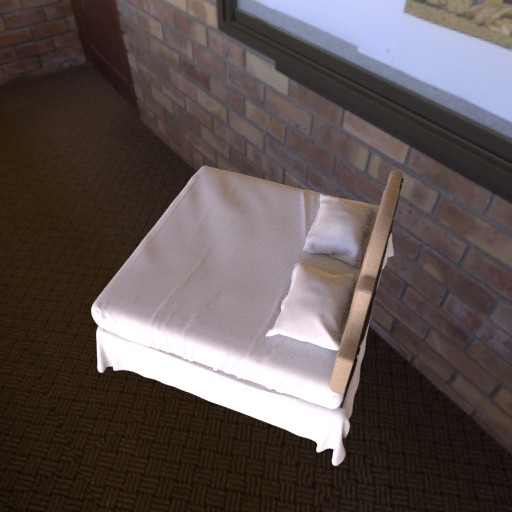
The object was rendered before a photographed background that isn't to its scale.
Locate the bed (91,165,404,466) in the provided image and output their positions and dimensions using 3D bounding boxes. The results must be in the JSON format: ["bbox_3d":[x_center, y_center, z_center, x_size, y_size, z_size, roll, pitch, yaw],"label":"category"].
[{"bbox_3d":[0.000,0.000,3.703,2.222,1.631,2.303,16,49,14],"label":"bed"}]
